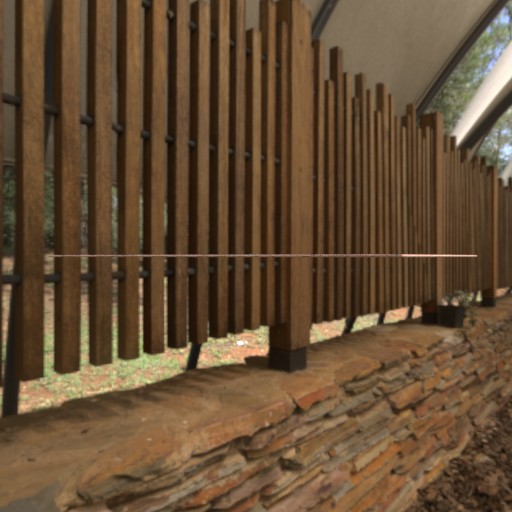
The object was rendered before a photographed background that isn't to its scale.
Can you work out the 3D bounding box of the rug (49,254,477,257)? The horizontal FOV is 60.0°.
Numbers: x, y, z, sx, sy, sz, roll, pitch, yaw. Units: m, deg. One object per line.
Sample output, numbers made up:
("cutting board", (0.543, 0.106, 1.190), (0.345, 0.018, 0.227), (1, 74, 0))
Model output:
("rug", (0.000, 0.000, 2.968), (2.439, 0.011, 1.533), (0, 0, 36))
